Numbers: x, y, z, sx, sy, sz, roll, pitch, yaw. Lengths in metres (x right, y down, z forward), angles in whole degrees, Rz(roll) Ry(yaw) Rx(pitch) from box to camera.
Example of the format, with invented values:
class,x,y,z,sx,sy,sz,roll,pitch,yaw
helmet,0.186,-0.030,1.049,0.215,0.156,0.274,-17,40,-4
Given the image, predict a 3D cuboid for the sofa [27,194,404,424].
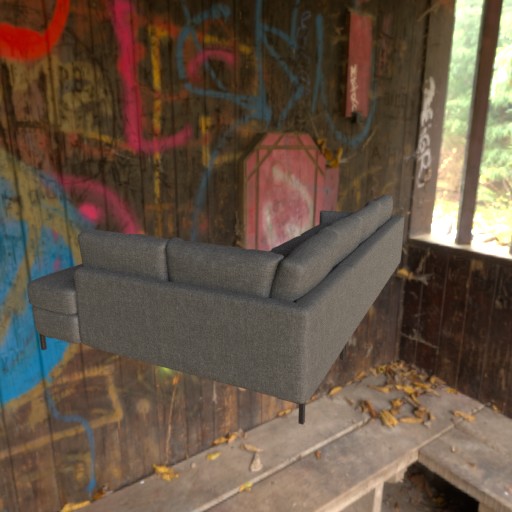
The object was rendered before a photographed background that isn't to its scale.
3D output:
class,x,y,z,sx,sy,sz,roll,pitch,yaw
sofa,0.000,0.000,3.778,1.984,0.858,2.972,7,17,25
